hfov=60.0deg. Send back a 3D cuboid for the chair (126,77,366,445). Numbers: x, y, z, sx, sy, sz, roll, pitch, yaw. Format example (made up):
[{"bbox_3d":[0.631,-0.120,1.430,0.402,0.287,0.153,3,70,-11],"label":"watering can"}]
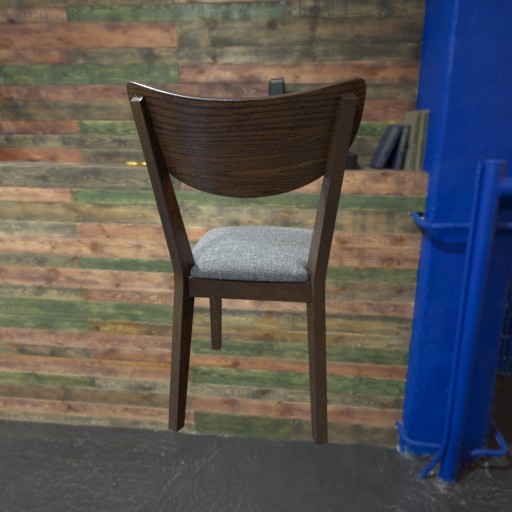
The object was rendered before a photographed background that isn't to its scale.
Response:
[{"bbox_3d":[0.000,0.000,1.200,0.491,0.849,0.583,2,15,7],"label":"chair"}]
